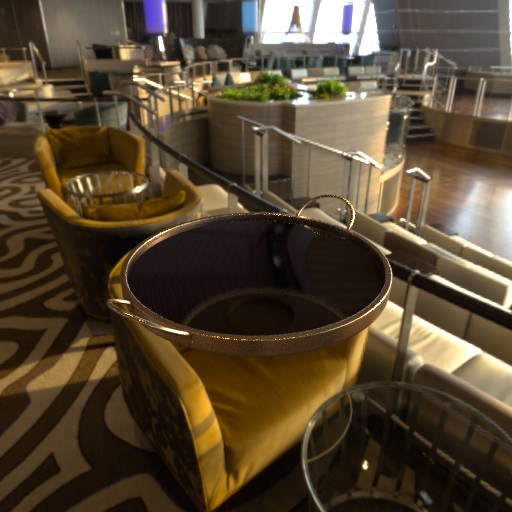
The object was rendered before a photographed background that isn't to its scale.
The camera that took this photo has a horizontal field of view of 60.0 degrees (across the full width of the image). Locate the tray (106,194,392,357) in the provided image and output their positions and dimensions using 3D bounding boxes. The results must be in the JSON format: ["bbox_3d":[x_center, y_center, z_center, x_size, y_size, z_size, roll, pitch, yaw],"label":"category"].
[{"bbox_3d":[0.000,0.000,0.737,0.438,0.069,0.543,19,32,33],"label":"tray"}]
